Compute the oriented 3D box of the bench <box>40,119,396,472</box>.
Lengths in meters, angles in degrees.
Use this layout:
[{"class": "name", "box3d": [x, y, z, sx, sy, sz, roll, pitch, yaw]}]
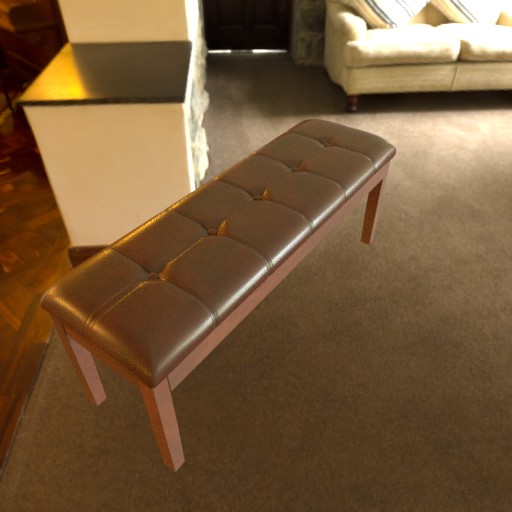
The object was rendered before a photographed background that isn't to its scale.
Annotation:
[{"class": "bench", "box3d": [0.000, 0.000, 1.484, 0.401, 0.491, 1.259, 26, 47, 27]}]
